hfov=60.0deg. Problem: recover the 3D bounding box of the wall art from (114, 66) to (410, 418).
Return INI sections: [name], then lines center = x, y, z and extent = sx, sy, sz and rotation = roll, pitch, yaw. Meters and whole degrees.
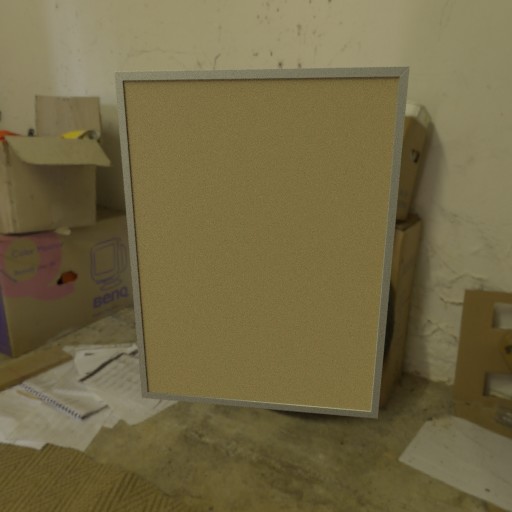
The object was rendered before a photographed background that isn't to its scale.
[wall art]
center = 0.000, 0.000, 1.337
extent = 0.789, 1.042, 0.034
rotation = 2, 17, 8
